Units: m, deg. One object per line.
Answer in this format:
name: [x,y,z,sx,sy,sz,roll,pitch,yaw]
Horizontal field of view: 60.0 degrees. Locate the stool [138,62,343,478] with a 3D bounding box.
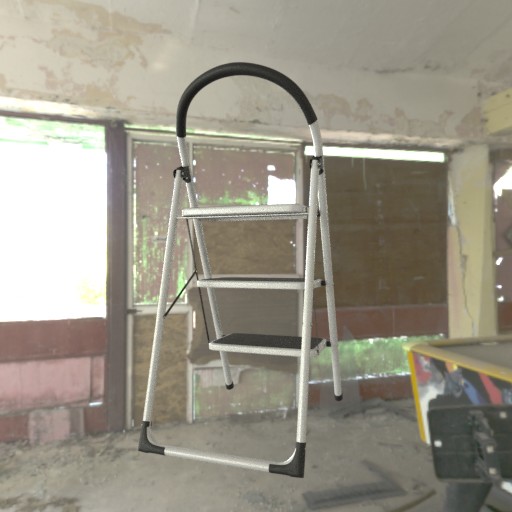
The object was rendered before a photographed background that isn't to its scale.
stool: [0.000,0.000,1.487,0.485,1.109,0.676,0,0,19]
